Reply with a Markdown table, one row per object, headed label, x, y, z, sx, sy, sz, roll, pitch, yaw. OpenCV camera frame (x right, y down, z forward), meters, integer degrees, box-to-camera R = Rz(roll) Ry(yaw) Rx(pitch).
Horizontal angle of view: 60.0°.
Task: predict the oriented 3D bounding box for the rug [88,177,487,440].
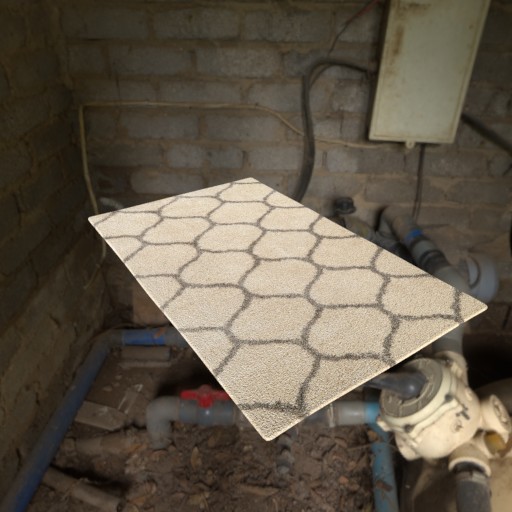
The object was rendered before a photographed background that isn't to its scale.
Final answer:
| label | x | y | z | sx | sy | sz | roll | pitch | yaw |
| --- | --- | --- | --- | --- | --- | --- | --- | --- | --- |
| rug | 0.000 | 0.000 | 2.903 | 1.501 | 0.024 | 2.348 | -19 | 36 | -29 |
